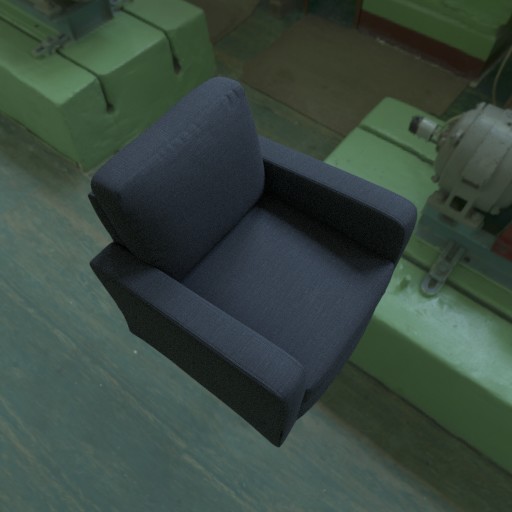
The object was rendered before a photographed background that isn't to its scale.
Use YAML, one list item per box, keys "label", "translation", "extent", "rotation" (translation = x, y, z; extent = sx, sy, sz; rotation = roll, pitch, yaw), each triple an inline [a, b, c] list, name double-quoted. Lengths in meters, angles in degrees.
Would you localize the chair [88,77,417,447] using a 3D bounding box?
- label: "chair"
  translation: [0.000, 0.000, 1.525]
  extent: [0.863, 0.855, 0.798]
  rotation: [33, 64, 18]
